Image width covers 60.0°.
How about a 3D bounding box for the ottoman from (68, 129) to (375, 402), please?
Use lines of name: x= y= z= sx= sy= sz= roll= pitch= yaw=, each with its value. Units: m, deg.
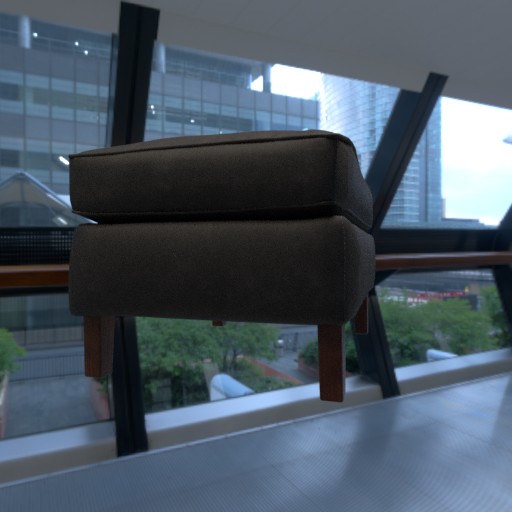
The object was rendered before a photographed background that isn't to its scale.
ottoman: x=0.000 y=0.000 z=0.970 sx=0.501 sy=0.413 sz=0.665 roll=0 pitch=1 yaw=18
